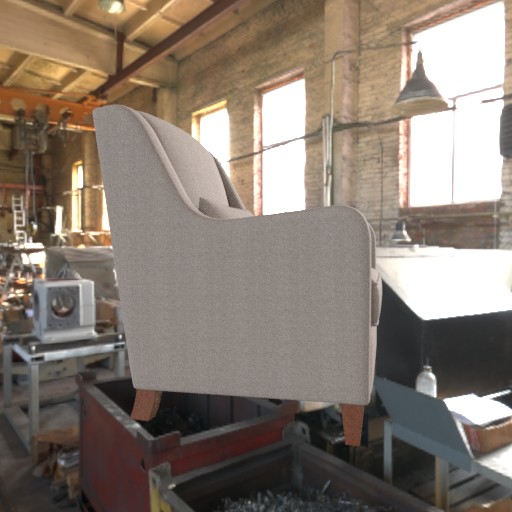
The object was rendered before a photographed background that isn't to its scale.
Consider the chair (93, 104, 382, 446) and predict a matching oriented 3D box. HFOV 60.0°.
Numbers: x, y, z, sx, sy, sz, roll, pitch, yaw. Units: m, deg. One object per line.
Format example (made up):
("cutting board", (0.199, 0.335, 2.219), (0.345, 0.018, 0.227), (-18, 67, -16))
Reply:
("chair", (0.000, 0.000, 1.626), (0.890, 1.017, 0.715), (0, 1, 16))
